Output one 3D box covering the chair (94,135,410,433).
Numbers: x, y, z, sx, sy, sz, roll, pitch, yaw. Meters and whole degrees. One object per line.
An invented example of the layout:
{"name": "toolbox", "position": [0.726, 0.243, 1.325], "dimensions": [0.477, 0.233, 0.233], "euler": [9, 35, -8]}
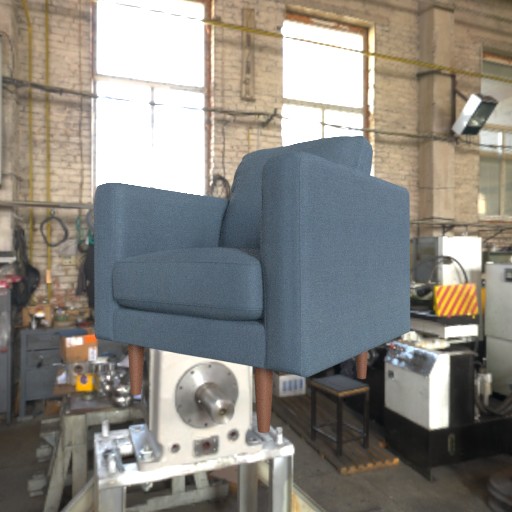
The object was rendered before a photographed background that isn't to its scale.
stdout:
{"name": "chair", "position": [0.000, 0.000, 1.578], "dimensions": [0.855, 0.922, 0.820], "euler": [0, 0, 37]}
